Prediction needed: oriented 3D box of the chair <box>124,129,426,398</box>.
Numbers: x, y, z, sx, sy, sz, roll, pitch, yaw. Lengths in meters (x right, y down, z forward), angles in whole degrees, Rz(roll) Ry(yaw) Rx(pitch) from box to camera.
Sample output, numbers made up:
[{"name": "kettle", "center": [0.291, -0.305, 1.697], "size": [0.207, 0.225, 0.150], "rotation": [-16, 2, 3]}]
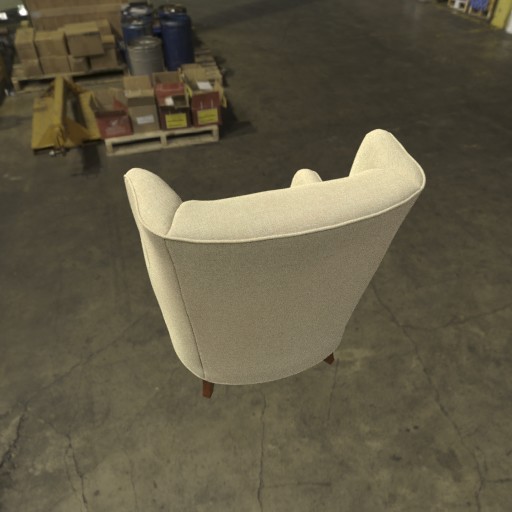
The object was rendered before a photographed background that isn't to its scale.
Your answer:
[{"name": "chair", "center": [0.000, 0.000, 1.722], "size": [0.838, 1.040, 0.966], "rotation": [-12, 43, -13]}]
